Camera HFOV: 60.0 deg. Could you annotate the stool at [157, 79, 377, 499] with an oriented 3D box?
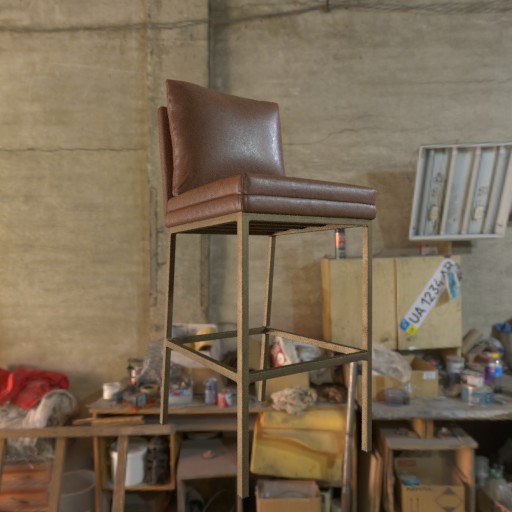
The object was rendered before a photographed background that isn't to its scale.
[{"bbox_3d":[0.000,0.000,1.375,0.463,1.124,0.571,-1,1,-34],"label":"stool"}]
